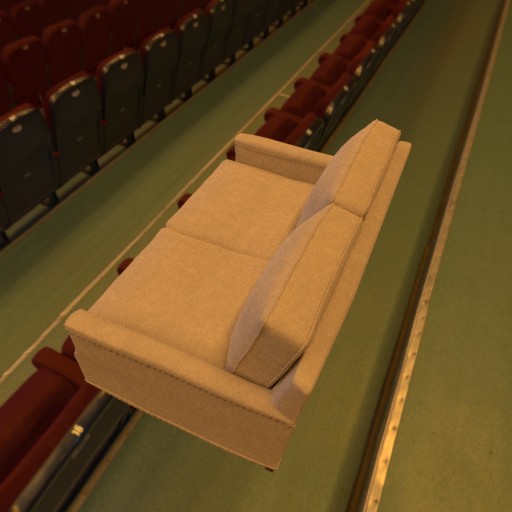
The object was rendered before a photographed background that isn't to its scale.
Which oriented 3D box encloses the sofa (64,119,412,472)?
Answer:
[{"bbox_3d":[0.000,0.000,2.195,1.084,1.002,1.597,19,49,17],"label":"sofa"}]
